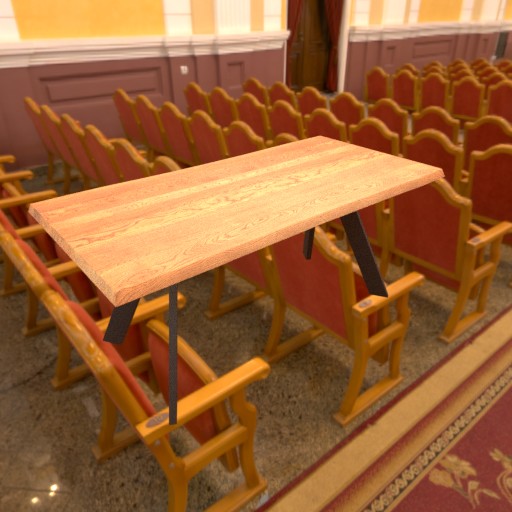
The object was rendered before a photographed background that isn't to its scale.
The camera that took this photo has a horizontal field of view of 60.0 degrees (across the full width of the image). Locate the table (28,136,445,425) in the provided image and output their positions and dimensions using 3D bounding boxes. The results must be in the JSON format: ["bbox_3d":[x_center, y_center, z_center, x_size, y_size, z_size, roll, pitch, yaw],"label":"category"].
[{"bbox_3d":[0.000,0.000,2.272,1.800,0.770,0.900,-22,36,-33],"label":"table"}]
